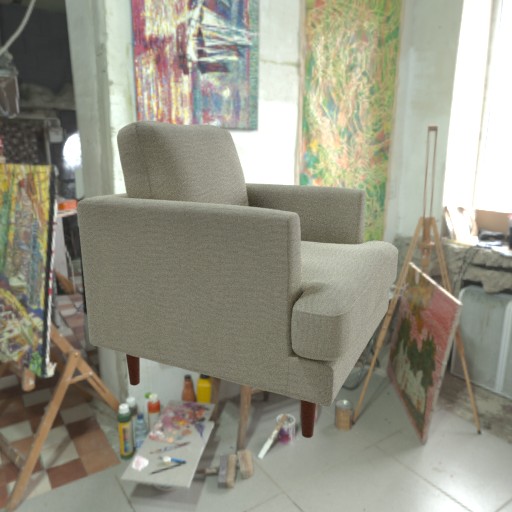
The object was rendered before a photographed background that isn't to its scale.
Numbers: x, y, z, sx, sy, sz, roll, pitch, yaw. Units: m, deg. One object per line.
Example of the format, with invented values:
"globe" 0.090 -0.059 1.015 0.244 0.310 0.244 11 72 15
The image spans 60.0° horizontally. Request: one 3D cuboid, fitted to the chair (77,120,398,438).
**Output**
"chair" 0.000 0.000 1.634 0.899 0.957 0.858 7 15 26
